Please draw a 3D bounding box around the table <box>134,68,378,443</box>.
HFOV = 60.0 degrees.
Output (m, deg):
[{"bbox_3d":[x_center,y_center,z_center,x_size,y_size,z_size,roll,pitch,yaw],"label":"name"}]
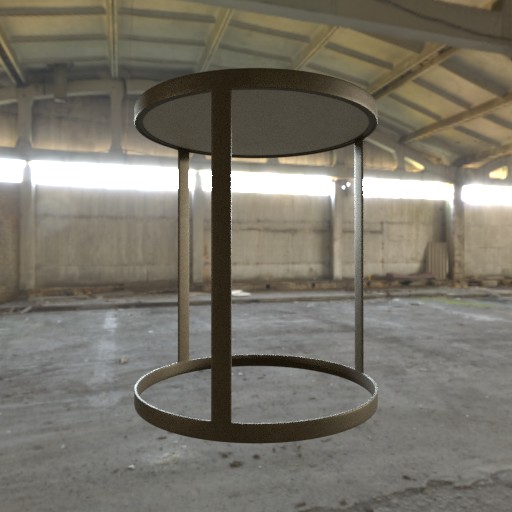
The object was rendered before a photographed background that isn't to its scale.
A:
[{"bbox_3d":[0.000,0.000,0.906,0.480,0.565,0.480,0,0,0],"label":"table"}]
